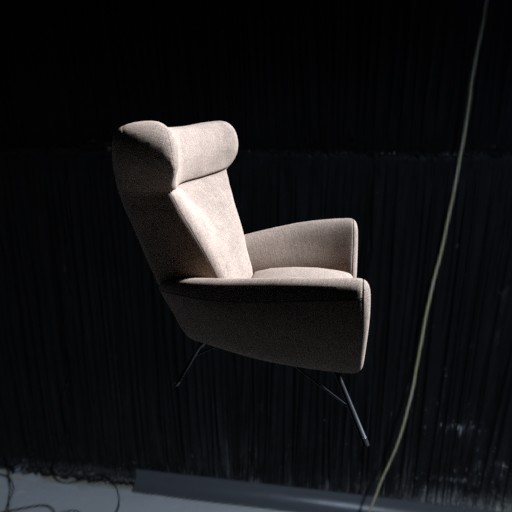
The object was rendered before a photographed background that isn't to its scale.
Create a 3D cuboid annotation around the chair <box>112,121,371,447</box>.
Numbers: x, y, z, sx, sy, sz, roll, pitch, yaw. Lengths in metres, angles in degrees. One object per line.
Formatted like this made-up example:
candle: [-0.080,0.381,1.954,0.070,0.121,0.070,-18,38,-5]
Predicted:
chair: [0.000,0.000,1.763,0.900,1.040,0.980,3,16,10]
